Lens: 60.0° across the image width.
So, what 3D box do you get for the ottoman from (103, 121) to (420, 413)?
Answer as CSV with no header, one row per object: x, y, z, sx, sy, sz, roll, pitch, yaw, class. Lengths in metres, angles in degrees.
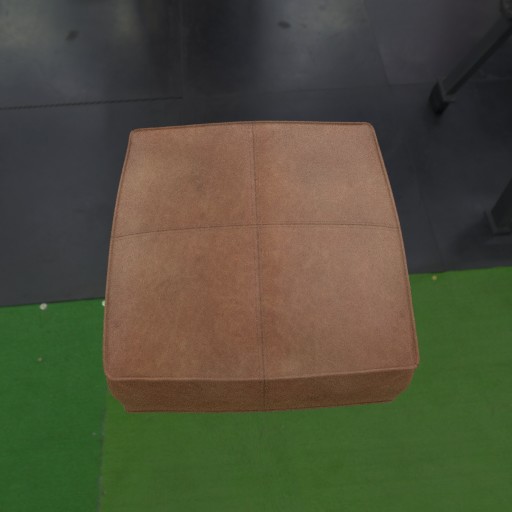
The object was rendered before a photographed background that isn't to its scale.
0.000,0.000,1.404,0.901,0.395,0.902,-2,64,-1,ottoman
